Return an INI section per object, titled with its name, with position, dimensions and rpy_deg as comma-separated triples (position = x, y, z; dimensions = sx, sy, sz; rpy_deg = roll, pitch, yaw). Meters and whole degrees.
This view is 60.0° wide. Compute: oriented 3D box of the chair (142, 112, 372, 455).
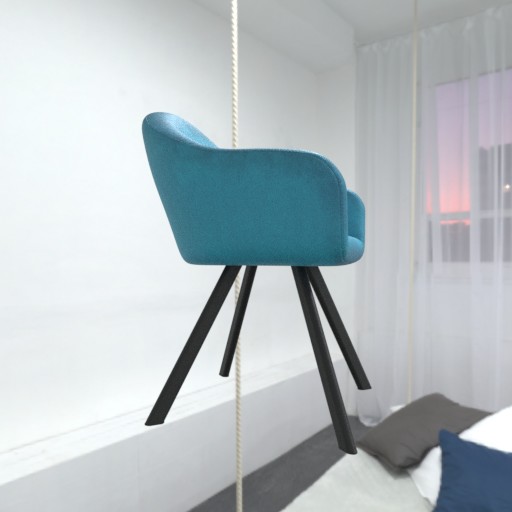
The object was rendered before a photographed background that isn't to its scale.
[chair]
position = 0.000, 0.000, 1.178
dimensions = 0.570, 0.780, 0.540
rpy_deg = 0, 1, 18
